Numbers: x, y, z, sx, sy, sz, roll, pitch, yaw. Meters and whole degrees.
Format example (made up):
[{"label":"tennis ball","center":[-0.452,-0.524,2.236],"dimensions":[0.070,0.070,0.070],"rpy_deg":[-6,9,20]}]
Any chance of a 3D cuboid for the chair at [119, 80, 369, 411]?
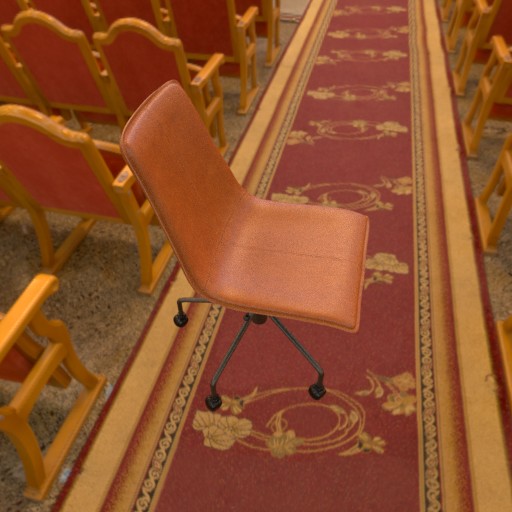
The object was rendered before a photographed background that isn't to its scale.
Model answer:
[{"label":"chair","center":[0.000,0.000,1.370],"dimensions":[0.660,0.920,0.651],"rpy_deg":[10,47,9]}]
